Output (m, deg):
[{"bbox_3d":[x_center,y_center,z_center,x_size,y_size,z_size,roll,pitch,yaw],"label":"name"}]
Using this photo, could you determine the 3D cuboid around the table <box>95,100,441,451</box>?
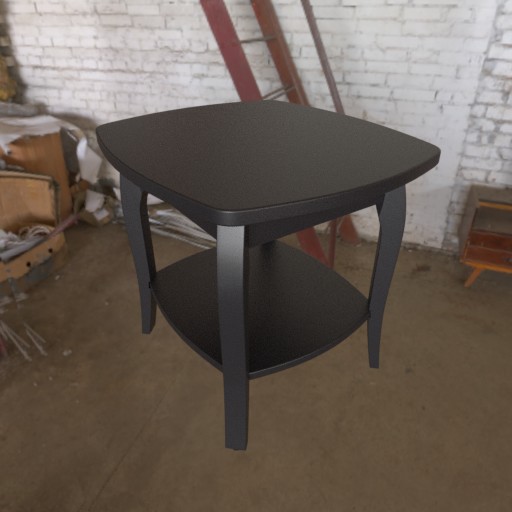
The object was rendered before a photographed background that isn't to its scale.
[{"bbox_3d":[0.000,0.000,0.844,0.457,0.457,0.508,-20,36,-30],"label":"table"}]
